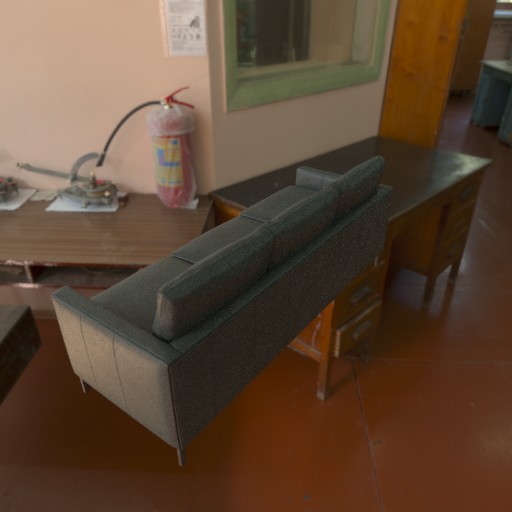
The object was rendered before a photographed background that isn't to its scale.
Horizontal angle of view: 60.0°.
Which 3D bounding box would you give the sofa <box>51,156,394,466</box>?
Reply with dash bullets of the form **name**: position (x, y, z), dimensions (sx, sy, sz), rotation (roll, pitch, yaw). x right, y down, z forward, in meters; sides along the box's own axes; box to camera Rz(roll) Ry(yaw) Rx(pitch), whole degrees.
- **sofa**: position (0.000, 0.000, 2.444), dimensions (0.748, 0.805, 2.029), rotation (21, 36, 31)
